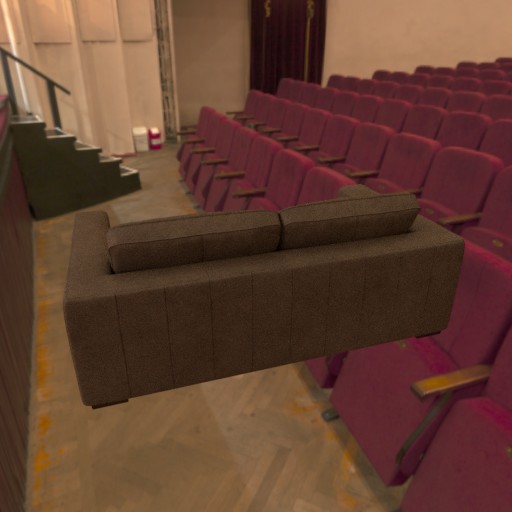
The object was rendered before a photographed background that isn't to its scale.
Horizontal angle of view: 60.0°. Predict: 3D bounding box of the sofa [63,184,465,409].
[{"bbox_3d":[0.000,0.000,2.482,1.920,0.800,1.070,-8,27,-16],"label":"sofa"}]
